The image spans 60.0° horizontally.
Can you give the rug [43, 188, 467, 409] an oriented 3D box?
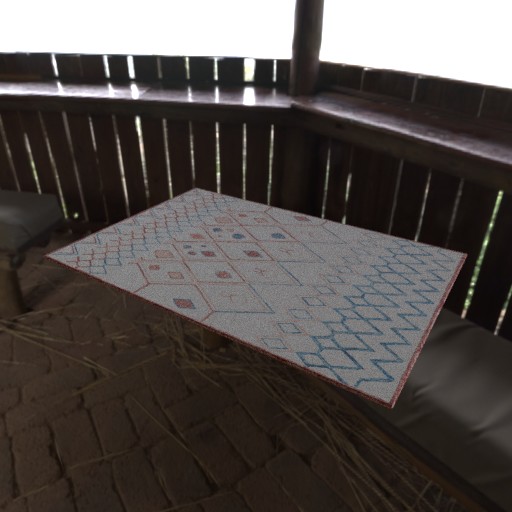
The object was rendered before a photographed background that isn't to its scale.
[{"bbox_3d":[0.000,0.000,2.294,1.829,0.016,1.219,17,33,29],"label":"rug"}]
